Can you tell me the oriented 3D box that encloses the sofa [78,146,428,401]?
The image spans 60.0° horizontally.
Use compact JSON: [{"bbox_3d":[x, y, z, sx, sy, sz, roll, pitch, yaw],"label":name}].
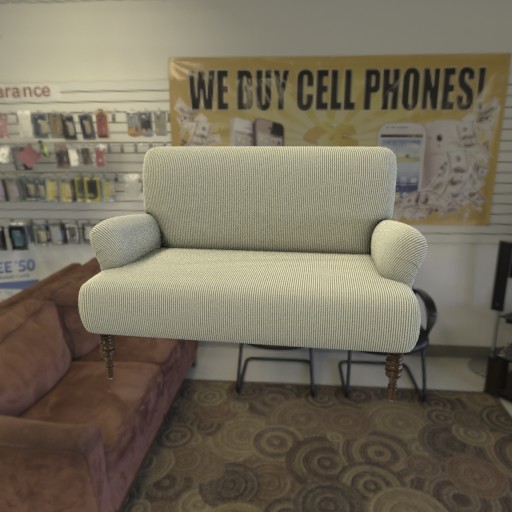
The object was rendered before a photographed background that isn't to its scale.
[{"bbox_3d":[0.000,0.000,1.862,1.297,0.889,0.779,2,14,8],"label":"sofa"}]
